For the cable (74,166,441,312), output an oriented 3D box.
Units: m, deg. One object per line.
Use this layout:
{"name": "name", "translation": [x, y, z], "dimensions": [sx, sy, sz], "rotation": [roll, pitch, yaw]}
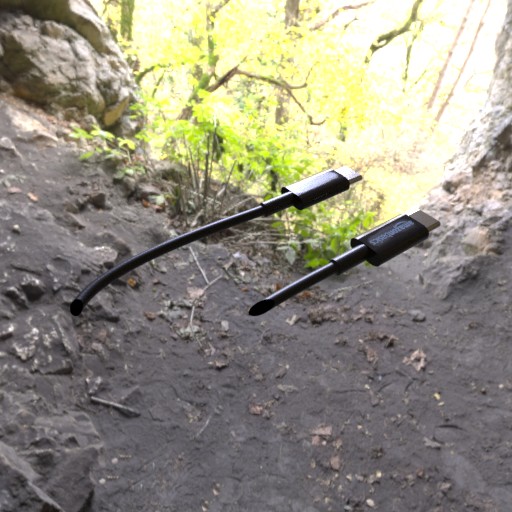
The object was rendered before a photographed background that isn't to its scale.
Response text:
{"name": "cable", "translation": [0.000, 0.000, 0.113], "dimensions": [0.098, 0.005, 0.041], "rotation": [-25, 47, -26]}
